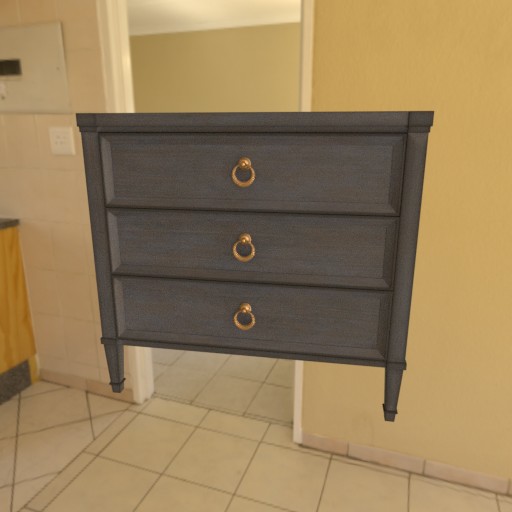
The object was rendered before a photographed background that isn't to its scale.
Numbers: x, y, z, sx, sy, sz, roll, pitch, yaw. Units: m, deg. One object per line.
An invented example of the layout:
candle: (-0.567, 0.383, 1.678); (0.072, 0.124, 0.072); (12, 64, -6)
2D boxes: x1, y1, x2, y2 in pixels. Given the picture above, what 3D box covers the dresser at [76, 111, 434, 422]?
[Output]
dresser: (0.000, 0.000, 1.621); (1.049, 0.986, 0.463); (3, 16, 10)
